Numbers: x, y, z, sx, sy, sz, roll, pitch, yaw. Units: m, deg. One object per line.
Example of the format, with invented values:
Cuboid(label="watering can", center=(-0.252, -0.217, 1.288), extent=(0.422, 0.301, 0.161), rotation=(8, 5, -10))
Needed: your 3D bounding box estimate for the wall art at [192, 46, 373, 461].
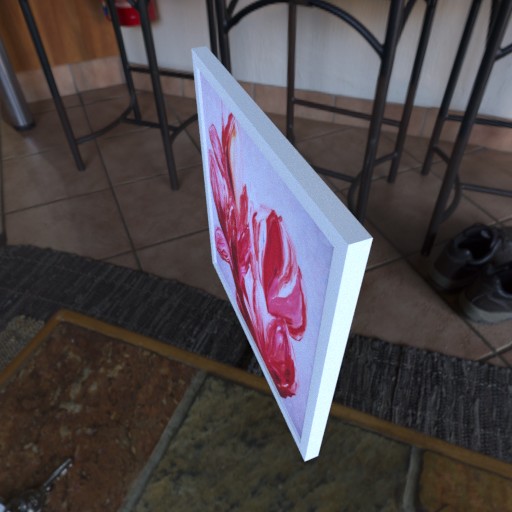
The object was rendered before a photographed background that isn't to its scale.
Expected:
Cuboid(label="wall art", center=(0.000, 0.000, 0.667), extent=(0.023, 0.453, 0.455), rotation=(-16, 47, -15))
